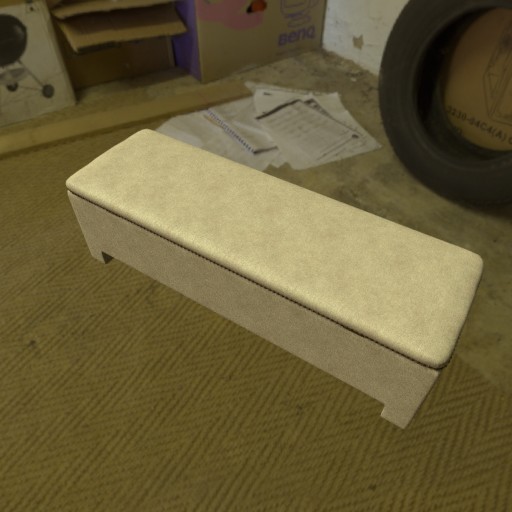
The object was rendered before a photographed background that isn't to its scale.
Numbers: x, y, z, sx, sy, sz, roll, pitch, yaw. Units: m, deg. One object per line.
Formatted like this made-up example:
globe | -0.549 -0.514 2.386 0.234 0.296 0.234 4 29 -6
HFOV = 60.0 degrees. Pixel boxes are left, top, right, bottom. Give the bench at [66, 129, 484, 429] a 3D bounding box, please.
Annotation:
bench | 0.000 0.000 1.703 1.482 0.447 0.470 25 52 21
